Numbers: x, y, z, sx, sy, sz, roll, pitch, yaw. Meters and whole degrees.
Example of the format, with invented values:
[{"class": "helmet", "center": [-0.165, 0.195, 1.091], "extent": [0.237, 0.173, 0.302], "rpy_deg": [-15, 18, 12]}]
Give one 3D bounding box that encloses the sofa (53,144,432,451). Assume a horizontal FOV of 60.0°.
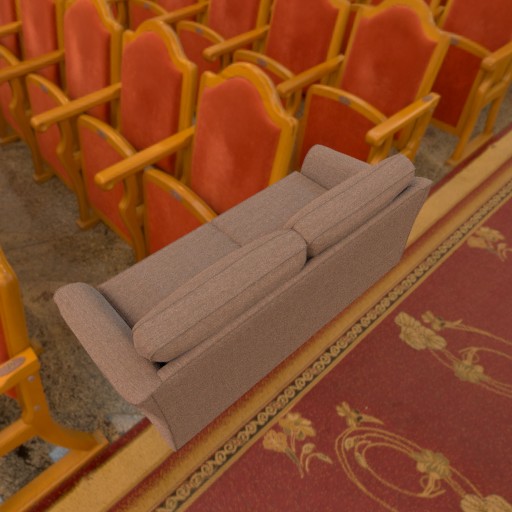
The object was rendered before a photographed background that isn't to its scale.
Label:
[{"class": "sofa", "center": [0.000, 0.000, 2.793], "extent": [2.270, 0.965, 0.980], "rpy_deg": [-34, 55, -27]}]
